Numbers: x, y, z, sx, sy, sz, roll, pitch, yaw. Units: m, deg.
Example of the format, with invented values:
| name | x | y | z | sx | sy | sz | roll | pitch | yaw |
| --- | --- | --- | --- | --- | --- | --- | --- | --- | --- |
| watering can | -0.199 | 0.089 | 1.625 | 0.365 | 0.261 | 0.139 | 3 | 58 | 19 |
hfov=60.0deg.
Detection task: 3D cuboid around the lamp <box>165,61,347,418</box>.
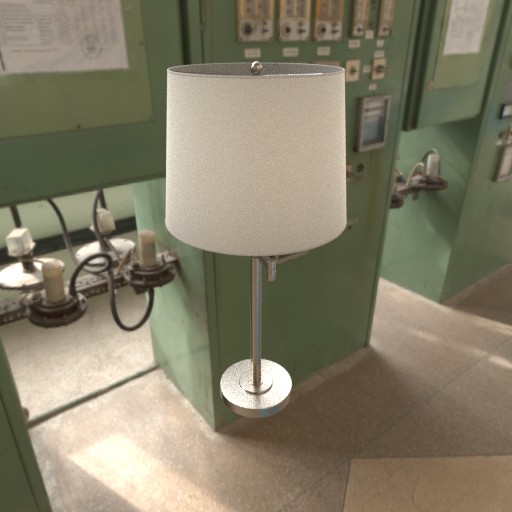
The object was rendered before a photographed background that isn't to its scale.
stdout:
| name | x | y | z | sx | sy | sz | roll | pitch | yaw |
| --- | --- | --- | --- | --- | --- | --- | --- | --- | --- |
| lamp | 0.000 | 0.000 | 0.865 | 0.333 | 0.696 | 0.333 | 0 | 27 | 0 |
